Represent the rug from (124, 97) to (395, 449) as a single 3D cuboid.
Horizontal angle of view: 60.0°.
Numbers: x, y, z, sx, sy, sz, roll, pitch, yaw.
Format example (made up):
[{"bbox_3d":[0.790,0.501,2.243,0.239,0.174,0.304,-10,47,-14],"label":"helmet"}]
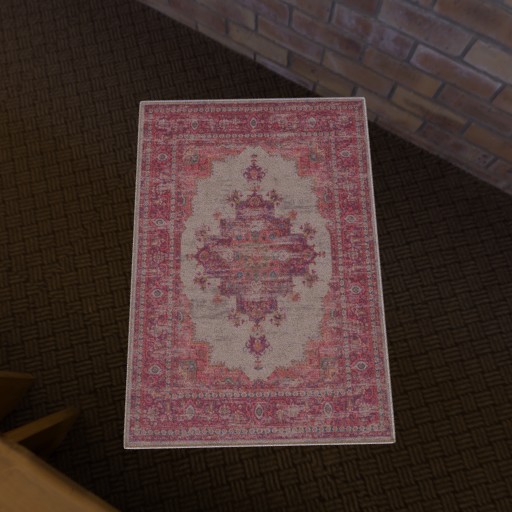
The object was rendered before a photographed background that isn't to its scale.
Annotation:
[{"bbox_3d":[0.000,0.000,3.603,2.005,0.014,2.878,-1,76,0],"label":"rug"}]
